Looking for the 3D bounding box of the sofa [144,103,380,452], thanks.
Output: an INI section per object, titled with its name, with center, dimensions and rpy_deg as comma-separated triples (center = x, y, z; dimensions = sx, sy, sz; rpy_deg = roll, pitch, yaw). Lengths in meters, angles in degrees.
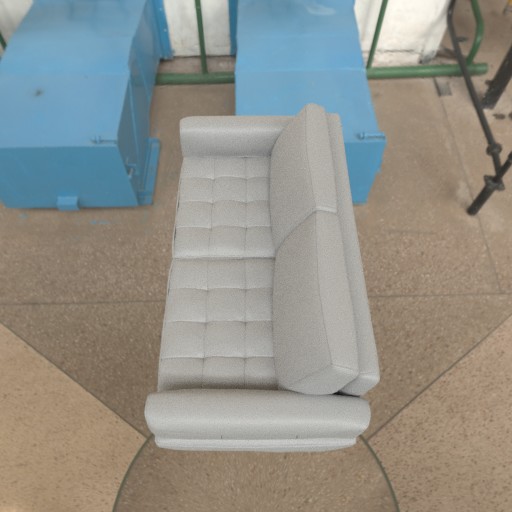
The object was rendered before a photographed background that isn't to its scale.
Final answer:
[sofa]
center = 0.000, 0.000, 2.734
dimensions = 1.121, 0.930, 2.177
rpy_deg = 0, 58, 0
